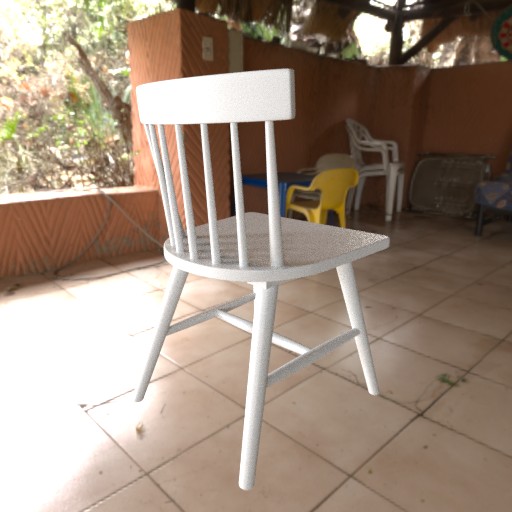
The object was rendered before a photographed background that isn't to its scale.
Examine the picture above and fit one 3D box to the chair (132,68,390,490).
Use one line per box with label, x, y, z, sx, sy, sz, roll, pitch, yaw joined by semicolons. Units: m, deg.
chair;0.000;0.000;1.088;0.500;0.787;0.483;-15;22;-43
